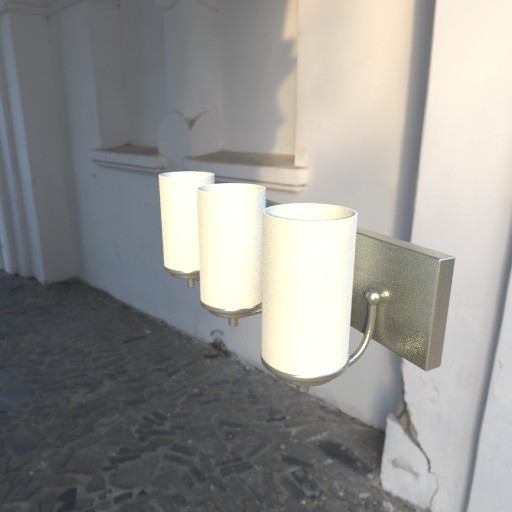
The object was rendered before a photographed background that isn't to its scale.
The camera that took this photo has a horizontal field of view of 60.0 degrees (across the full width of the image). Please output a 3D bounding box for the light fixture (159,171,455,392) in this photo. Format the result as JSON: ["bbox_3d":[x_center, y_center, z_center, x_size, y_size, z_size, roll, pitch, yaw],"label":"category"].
[{"bbox_3d":[0.000,0.000,0.547,0.145,0.172,0.451,-9,19,-26],"label":"light fixture"}]
